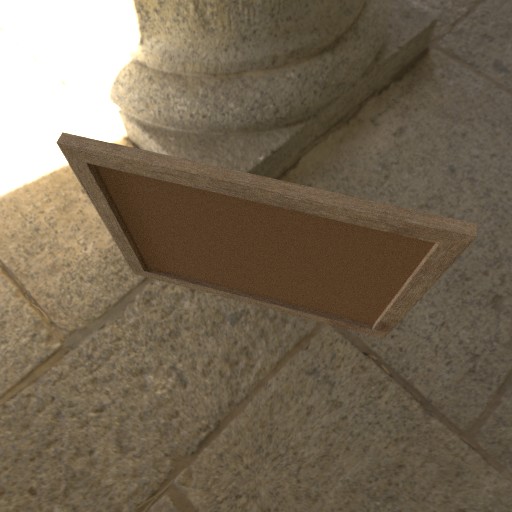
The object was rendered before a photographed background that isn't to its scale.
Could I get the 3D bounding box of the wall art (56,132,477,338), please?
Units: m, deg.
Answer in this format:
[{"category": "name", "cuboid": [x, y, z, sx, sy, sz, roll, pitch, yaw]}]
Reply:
[{"category": "wall art", "cuboid": [0.000, 0.000, 0.947, 0.690, 0.535, 0.026, 14, 64, 7]}]
